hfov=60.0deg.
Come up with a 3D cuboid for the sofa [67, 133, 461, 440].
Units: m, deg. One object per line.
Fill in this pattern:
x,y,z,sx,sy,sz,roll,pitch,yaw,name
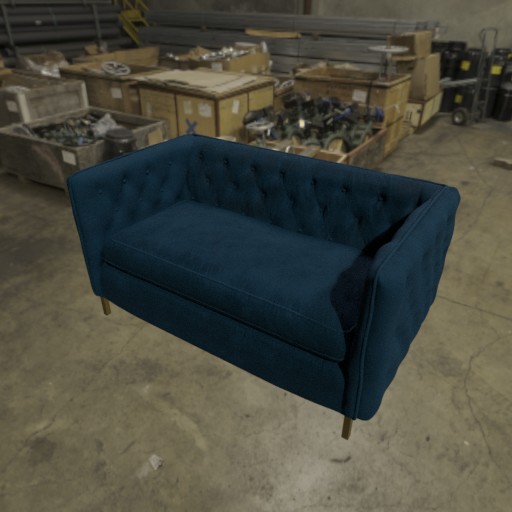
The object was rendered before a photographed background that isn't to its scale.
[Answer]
0.000,0.000,2.157,1.583,0.810,0.909,19,36,28,sofa
